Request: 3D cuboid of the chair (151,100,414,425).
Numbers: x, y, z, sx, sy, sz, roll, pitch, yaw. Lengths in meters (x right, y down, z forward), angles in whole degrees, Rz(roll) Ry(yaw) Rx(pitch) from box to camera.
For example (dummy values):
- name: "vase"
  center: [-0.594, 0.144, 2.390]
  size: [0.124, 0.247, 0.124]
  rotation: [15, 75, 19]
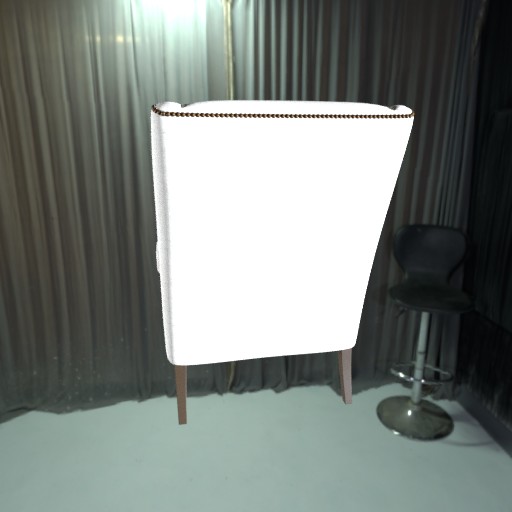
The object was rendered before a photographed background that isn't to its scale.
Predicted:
- name: "chair"
  center: [0.000, 0.000, 1.638]
  size: [0.737, 1.029, 0.940]
  rotation: [-3, 16, -11]
